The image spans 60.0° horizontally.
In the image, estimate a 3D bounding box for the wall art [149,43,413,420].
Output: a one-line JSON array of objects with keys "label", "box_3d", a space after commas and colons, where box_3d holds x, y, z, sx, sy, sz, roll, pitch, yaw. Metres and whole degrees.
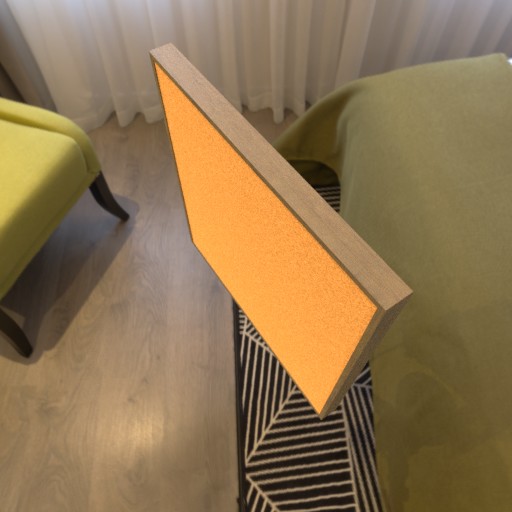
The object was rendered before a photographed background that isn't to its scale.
[{"label": "wall art", "box_3d": [0.000, 0.000, 0.765, 0.037, 0.507, 0.507, -30, 63, -17]}]
